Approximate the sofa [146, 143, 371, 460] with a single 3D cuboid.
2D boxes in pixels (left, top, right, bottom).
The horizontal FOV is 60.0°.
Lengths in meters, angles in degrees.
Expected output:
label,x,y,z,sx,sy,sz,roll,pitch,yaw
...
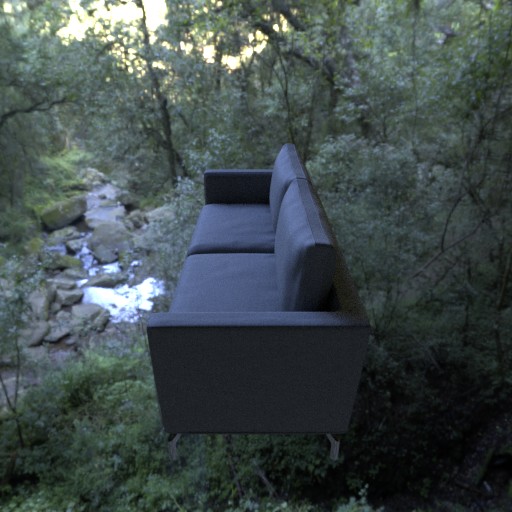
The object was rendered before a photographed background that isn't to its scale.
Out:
label,x,y,z,sx,sy,sz,roll,pitch,yaw
sofa,0.000,0.000,2.736,0.869,1.002,2.212,0,26,0
